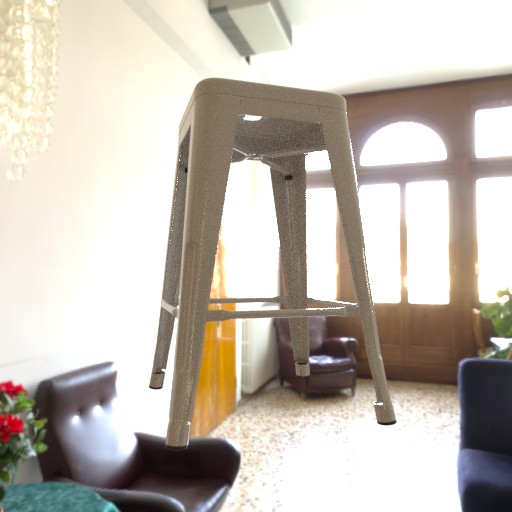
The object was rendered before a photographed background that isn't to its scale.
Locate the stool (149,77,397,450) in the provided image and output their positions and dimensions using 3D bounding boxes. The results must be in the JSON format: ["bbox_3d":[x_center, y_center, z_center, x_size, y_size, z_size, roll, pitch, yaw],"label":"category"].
[{"bbox_3d":[0.000,0.000,0.925,0.406,0.610,0.406,1,-2,-17],"label":"stool"}]
